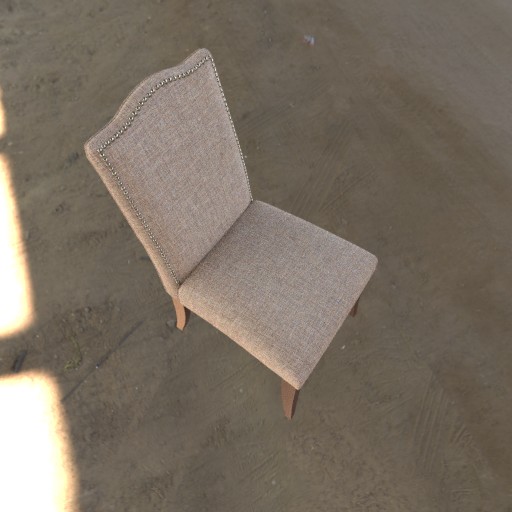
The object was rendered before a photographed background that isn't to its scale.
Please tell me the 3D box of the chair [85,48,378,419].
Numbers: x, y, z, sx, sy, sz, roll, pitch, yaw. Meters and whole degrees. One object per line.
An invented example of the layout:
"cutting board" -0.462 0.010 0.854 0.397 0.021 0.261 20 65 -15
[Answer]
"chair" 0.000 0.000 1.389 0.660 1.016 0.513 31 64 17
